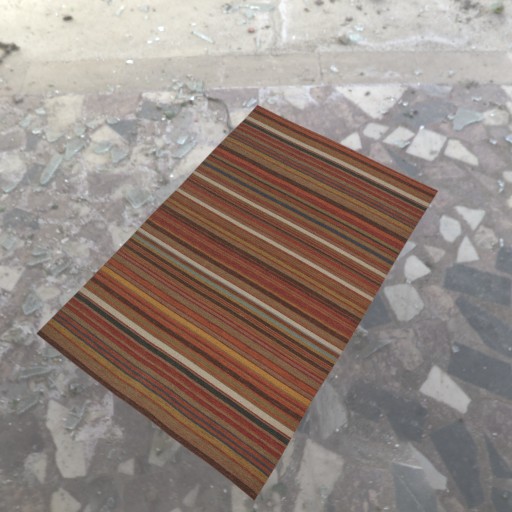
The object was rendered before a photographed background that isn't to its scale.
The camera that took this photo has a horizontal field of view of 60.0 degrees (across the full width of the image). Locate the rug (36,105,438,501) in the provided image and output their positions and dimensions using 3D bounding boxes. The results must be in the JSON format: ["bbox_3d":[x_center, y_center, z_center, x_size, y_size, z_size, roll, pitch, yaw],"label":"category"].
[{"bbox_3d":[0.000,0.000,2.254,1.217,0.007,1.828,30,65,16],"label":"rug"}]
